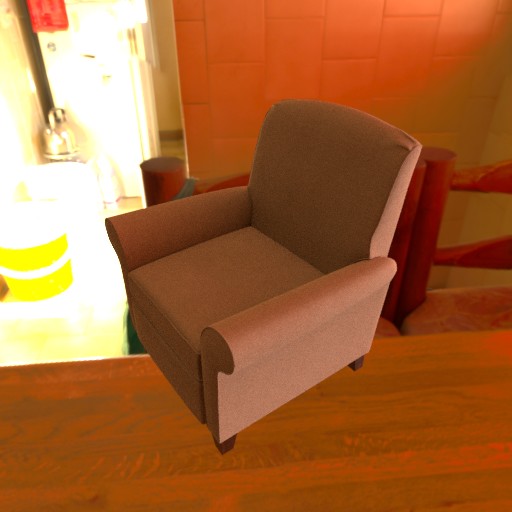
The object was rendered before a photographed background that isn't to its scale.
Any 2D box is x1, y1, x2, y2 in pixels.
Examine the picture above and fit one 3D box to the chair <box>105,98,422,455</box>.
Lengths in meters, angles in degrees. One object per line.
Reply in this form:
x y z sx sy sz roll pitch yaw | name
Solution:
0.000 0.000 1.781 0.905 1.061 0.978 -21 38 -30 | chair
